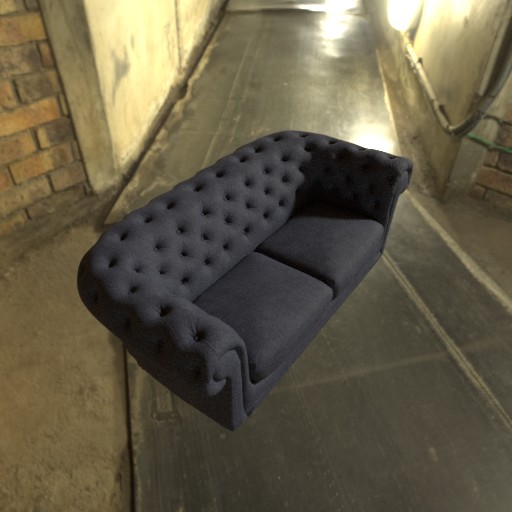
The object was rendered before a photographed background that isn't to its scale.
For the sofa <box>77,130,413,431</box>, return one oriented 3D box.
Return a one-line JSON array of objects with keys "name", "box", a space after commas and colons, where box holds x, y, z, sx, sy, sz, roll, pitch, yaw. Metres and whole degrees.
[{"name": "sofa", "box": [0.000, 0.000, 2.626, 1.082, 0.833, 1.988, 26, 47, 27]}]
